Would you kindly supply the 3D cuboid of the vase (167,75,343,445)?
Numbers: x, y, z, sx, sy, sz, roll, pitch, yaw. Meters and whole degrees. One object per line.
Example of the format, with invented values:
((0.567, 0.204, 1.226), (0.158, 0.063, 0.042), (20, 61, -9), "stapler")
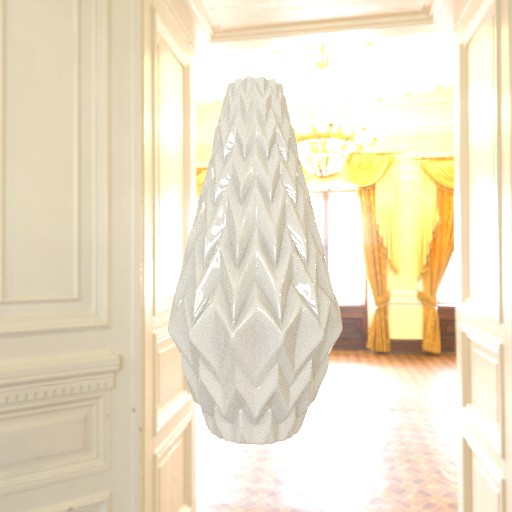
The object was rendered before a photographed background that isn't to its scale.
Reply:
((0.000, 0.000, 0.429), (0.167, 0.328, 0.167), (0, -1, 0), "vase")
